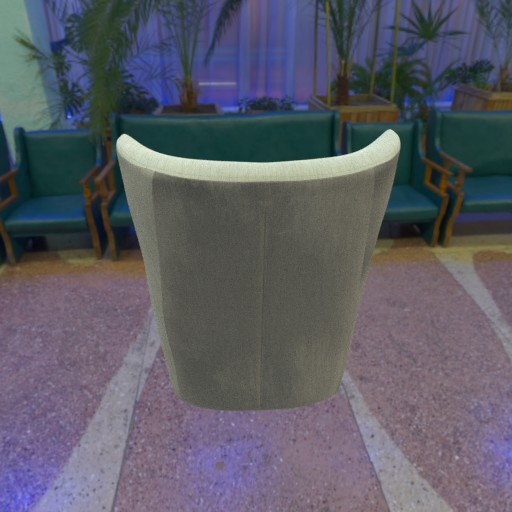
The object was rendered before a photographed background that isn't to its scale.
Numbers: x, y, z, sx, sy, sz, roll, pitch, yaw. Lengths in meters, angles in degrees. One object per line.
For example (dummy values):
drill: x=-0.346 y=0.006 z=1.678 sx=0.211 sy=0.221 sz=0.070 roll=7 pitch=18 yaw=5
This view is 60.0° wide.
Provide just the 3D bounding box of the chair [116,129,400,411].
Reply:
chair: x=0.000 y=0.000 z=1.632 sx=0.779 sy=1.000 sz=0.904 roll=-1 pitch=30 yaw=-3
